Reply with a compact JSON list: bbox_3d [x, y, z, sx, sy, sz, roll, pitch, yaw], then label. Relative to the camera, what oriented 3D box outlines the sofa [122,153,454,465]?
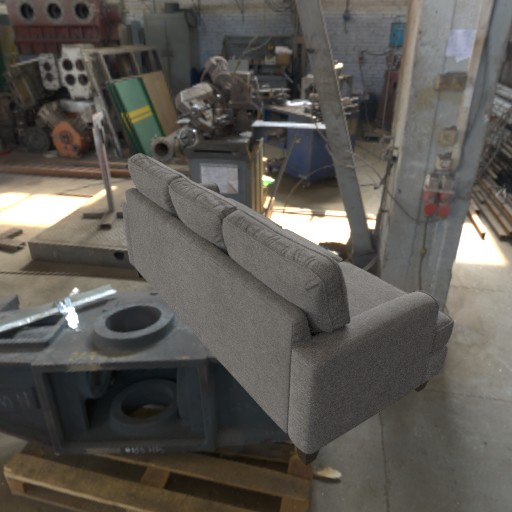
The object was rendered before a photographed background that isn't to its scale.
[{"bbox_3d":[0.000,0.000,2.702,0.951,0.965,2.158,-17,32,-30],"label":"sofa"}]
